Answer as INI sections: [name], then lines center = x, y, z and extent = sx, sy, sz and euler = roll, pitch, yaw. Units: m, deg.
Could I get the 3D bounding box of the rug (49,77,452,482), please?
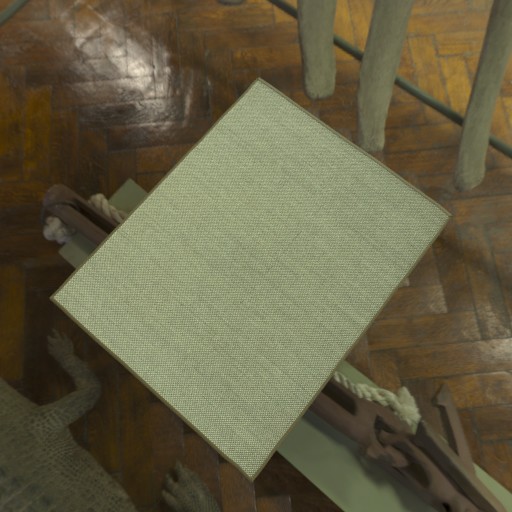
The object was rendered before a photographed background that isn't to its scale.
[rug]
center = 0.000, 0.000, 4.137
extent = 2.413, 0.020, 3.041
euler = 39, 79, 9
